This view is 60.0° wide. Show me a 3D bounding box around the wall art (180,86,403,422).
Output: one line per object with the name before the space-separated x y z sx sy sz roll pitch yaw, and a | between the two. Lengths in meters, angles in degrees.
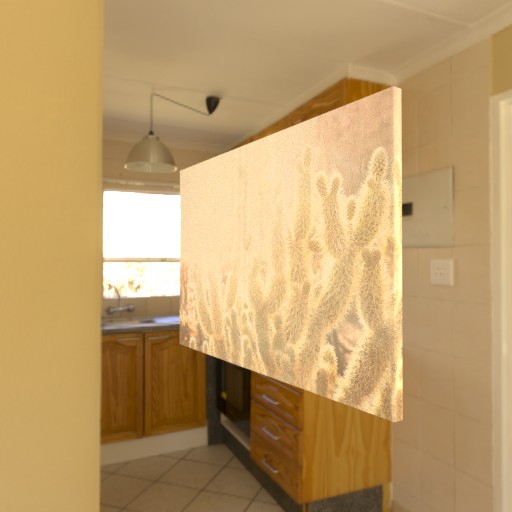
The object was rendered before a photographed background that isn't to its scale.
wall art | 0.000 0.000 1.970 0.038 1.012 1.525 0 -1 -34
